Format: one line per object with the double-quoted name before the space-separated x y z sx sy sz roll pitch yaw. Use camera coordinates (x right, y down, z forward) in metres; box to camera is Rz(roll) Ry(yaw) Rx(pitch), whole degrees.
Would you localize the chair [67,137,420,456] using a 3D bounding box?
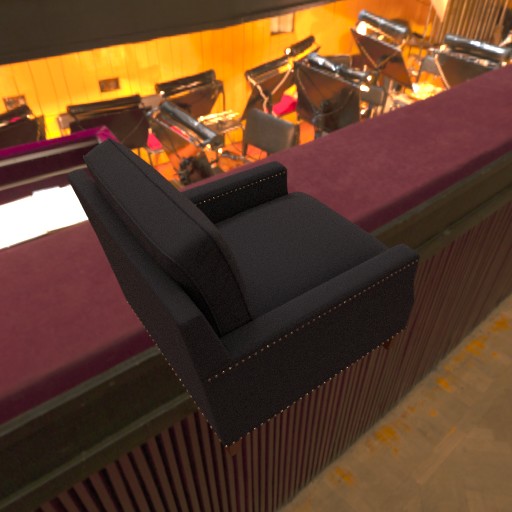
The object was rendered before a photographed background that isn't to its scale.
"chair" 0.000 0.000 1.697 1.014 0.943 0.853 -25 46 -26
